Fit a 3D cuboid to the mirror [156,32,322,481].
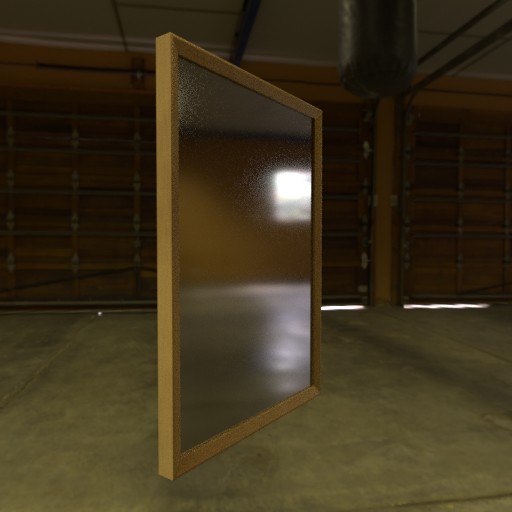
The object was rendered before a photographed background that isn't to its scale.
[{"bbox_3d":[0.000,0.000,0.917,0.039,0.710,0.507,1,2,36],"label":"mirror"}]
